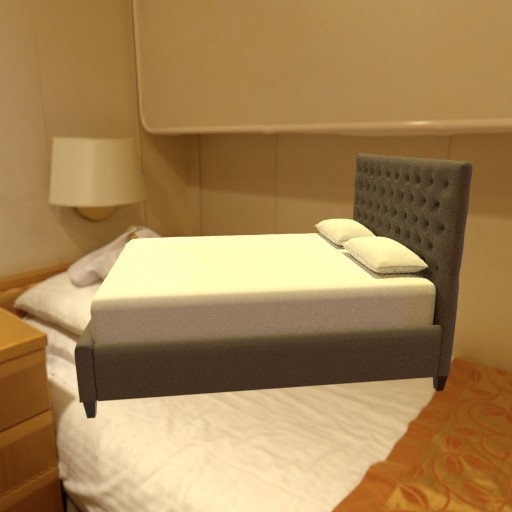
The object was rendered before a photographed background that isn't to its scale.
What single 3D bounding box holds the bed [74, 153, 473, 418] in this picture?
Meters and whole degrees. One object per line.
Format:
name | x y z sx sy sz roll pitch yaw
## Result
bed | 0.000 0.000 3.273 2.233 1.426 1.696 -2 15 -7
